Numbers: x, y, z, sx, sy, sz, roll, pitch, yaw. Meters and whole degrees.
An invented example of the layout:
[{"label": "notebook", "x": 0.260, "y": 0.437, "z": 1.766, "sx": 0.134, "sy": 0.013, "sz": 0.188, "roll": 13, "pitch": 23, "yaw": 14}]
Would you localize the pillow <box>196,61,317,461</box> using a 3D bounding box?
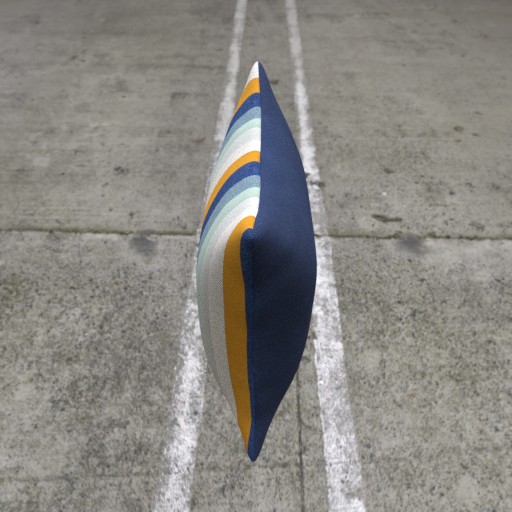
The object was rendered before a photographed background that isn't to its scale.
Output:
[{"label": "pillow", "x": 0.000, "y": 0.000, "z": 0.708, "sx": 0.173, "sy": 0.454, "sz": 0.463, "roll": 1, "pitch": 41, "yaw": 1}]
